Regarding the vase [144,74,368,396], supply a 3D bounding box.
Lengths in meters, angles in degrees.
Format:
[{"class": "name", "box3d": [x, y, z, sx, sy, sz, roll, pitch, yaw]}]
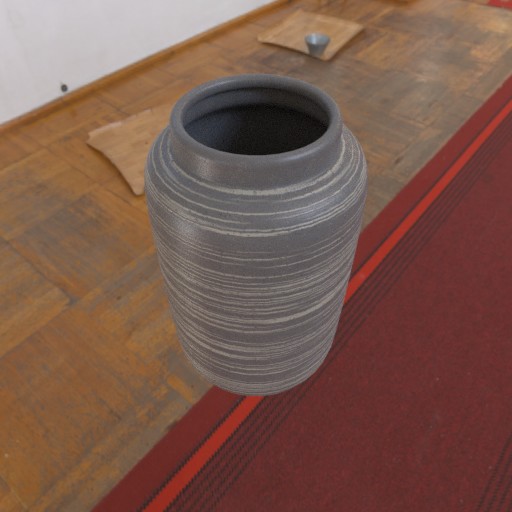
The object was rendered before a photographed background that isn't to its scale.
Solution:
[{"class": "vase", "box3d": [0.000, 0.000, 0.701, 0.297, 0.499, 0.297, 0, 47, 0]}]
